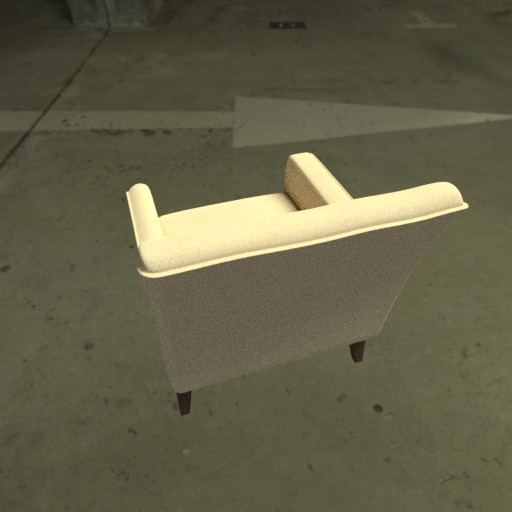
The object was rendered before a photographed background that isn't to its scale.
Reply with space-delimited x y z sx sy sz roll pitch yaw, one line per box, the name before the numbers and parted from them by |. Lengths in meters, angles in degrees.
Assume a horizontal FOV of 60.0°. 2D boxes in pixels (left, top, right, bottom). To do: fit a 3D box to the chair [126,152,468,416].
chair | 0.000 0.000 1.550 0.780 0.919 0.899 -13 43 -14
